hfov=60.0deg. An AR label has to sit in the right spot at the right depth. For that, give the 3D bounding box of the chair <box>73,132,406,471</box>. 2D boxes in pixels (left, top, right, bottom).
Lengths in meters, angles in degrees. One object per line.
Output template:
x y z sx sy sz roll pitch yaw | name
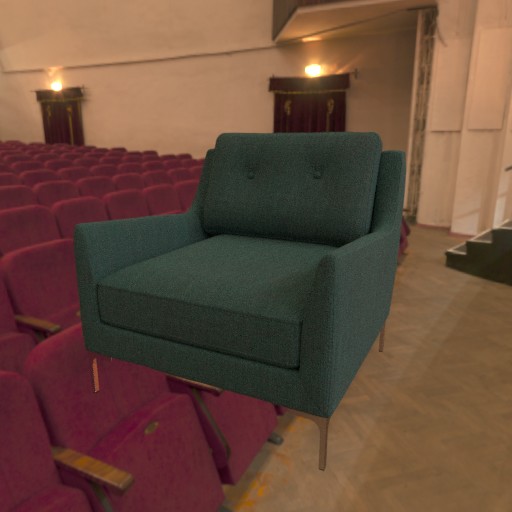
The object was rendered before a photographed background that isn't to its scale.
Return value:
0.000 0.000 1.525 0.847 0.828 0.849 7 17 26 | chair
